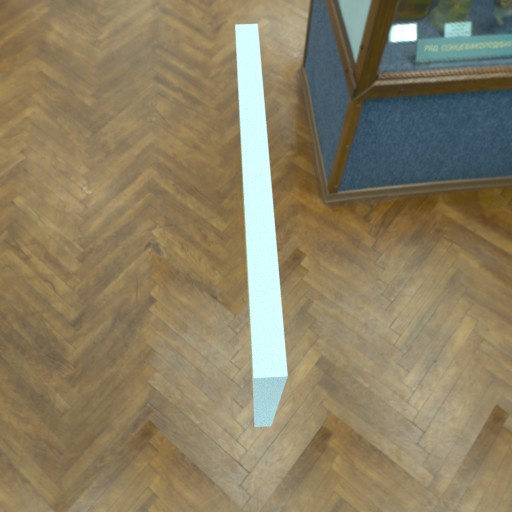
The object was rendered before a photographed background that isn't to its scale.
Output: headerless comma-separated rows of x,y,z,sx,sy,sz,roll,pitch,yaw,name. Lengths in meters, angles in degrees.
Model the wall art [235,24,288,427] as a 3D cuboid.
0.000,0.000,0.462,0.020,0.307,0.307,-3,64,-1,wall art
